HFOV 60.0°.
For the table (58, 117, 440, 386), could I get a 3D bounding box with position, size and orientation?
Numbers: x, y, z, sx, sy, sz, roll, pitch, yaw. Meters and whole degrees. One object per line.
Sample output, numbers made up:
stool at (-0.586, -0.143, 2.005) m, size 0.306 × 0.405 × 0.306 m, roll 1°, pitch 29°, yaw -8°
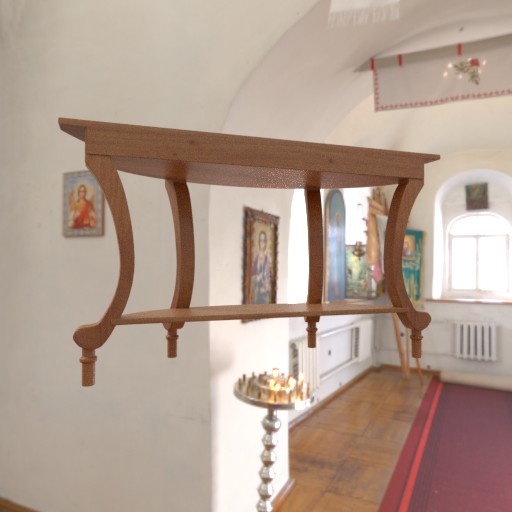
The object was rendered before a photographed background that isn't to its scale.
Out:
table at (0.000, 0.000, 1.500) m, size 1.198 × 0.692 × 0.394 m, roll 0°, pitch -1°, yaw -19°
